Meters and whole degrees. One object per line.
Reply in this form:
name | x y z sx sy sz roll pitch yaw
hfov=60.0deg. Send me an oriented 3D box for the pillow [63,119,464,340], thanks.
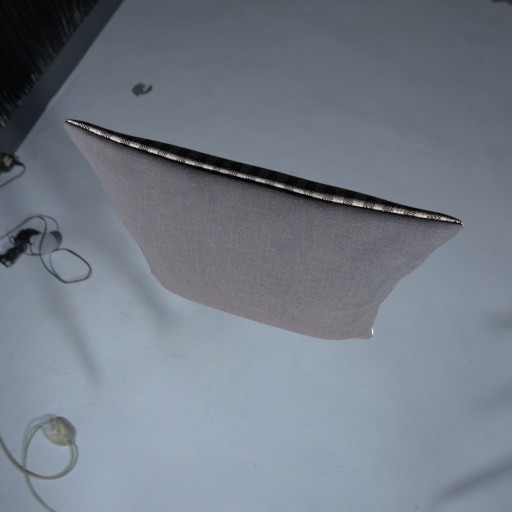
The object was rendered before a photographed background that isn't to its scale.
pillow | 0.000 0.000 0.771 0.523 0.506 0.166 16 65 8
